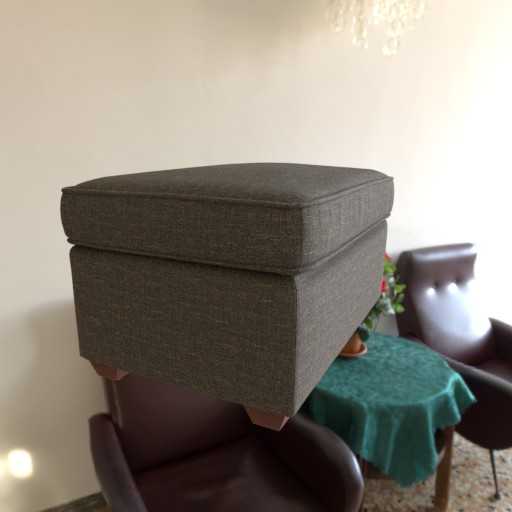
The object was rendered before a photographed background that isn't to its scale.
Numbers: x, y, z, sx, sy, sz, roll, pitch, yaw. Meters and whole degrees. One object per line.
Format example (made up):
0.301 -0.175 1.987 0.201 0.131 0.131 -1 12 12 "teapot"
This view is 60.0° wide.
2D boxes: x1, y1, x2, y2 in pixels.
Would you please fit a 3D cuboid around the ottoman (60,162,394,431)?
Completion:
0.000 0.000 1.110 0.549 0.450 0.749 7 15 26 "ottoman"
